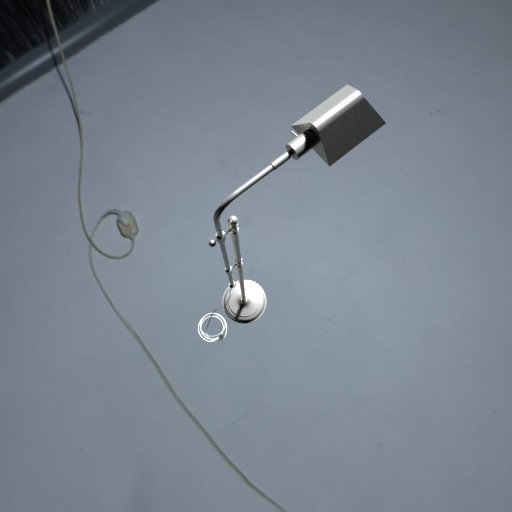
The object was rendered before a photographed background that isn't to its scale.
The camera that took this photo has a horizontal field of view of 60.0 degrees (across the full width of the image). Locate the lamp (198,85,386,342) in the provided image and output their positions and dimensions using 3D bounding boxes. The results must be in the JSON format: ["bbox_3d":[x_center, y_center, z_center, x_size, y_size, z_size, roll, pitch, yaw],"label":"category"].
[{"bbox_3d":[0.000,0.000,1.852,0.813,1.571,0.256,-38,78,-10],"label":"lamp"}]
